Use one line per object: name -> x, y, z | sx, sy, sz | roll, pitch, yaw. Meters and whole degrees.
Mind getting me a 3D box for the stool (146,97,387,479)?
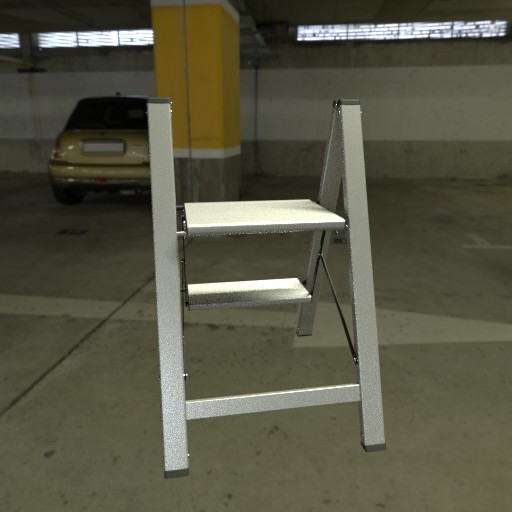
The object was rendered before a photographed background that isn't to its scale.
stool -> 0.000, 0.000, 1.001 | 0.440, 0.670, 0.535 | -3, 17, -10
